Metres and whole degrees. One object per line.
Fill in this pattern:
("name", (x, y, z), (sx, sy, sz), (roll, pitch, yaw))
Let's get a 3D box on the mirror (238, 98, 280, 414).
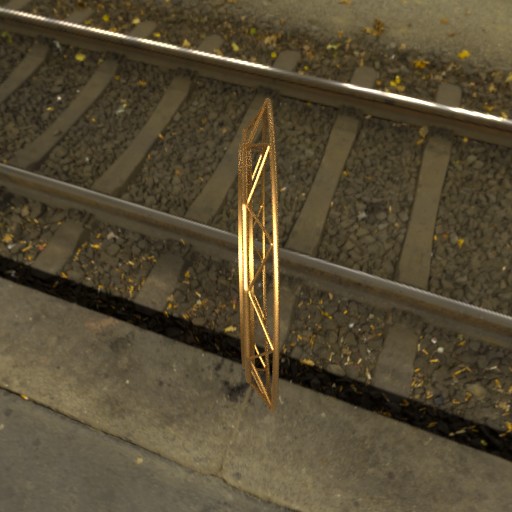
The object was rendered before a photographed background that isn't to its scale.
("mirror", (0.000, 0.000, 0.676), (0.043, 0.454, 0.454), (-1, 57, -1))
